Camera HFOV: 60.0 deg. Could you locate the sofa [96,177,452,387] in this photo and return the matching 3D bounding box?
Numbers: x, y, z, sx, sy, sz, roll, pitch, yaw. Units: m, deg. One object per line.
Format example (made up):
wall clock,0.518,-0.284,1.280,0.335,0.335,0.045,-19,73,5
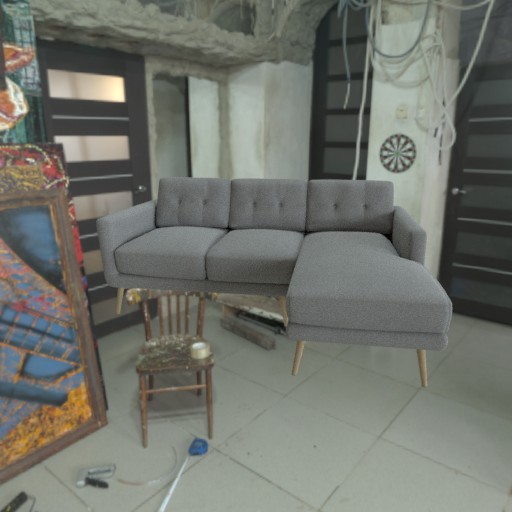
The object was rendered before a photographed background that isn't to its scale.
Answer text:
sofa,0.000,0.000,2.828,2.040,0.860,1.530,3,15,9
